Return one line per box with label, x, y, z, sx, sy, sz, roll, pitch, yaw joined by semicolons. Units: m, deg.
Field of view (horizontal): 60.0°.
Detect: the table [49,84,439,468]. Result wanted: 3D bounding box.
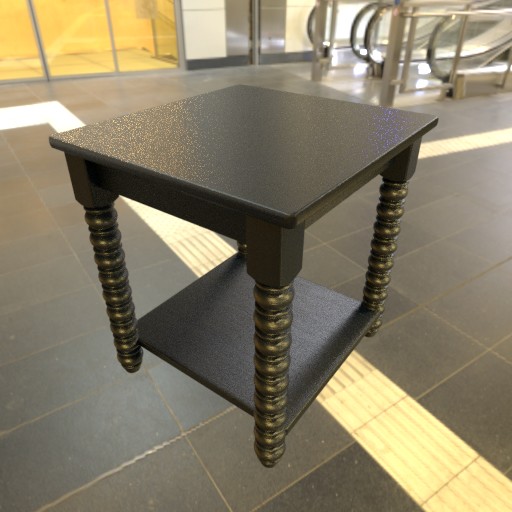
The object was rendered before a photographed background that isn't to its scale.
table;0.000;0.000;0.962;0.500;0.567;0.533;22;38;30
